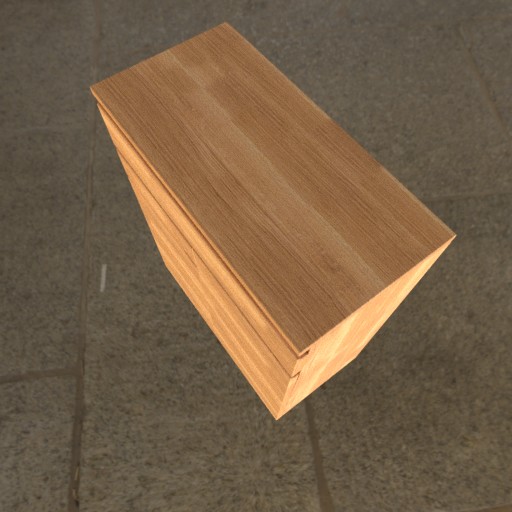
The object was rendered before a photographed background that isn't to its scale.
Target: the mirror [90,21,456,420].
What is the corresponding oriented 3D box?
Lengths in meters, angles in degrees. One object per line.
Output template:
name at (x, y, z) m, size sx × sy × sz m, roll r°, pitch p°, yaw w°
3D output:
mirror at (0.000, 0.000, 1.415) m, size 0.400 × 1.000 × 0.800 m, roll -33°, pitch 68°, yaw -15°
